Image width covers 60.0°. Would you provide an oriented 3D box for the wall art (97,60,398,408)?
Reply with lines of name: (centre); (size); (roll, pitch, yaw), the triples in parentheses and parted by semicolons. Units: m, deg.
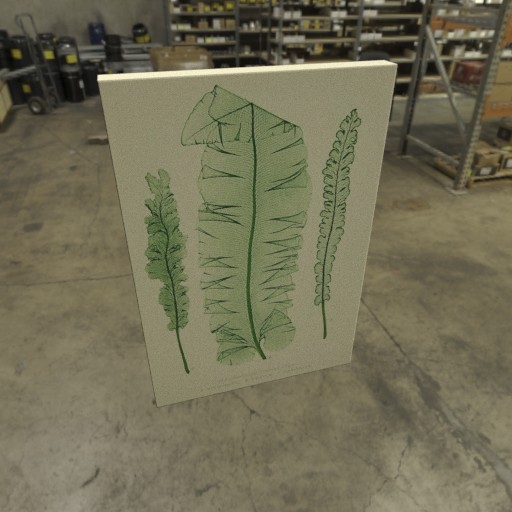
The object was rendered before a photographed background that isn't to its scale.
wall art: (0.000, 0.000, 0.773); (0.418, 0.608, 0.038); (-9, 34, -14)
